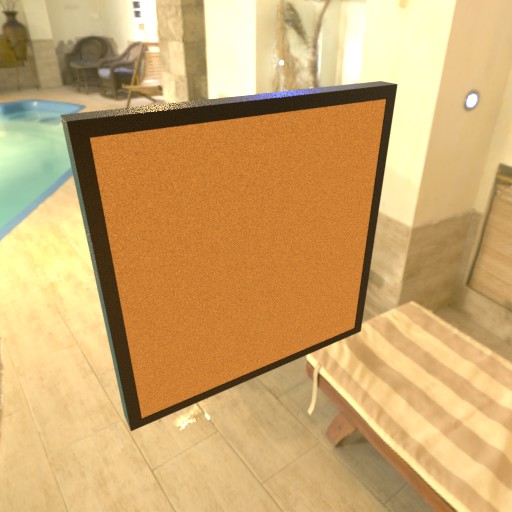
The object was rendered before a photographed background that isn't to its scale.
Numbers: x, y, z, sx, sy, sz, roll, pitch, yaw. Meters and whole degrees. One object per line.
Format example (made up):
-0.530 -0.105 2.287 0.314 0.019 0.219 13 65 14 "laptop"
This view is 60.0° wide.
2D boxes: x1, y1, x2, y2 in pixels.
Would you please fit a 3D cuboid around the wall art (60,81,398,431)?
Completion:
0.000 0.000 0.738 0.506 0.506 0.038 -16 34 -26 "wall art"
